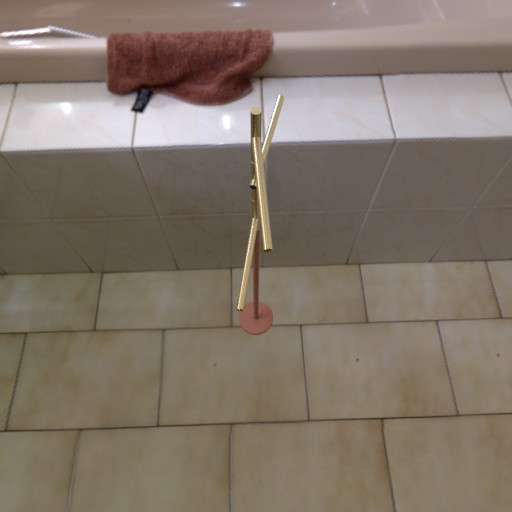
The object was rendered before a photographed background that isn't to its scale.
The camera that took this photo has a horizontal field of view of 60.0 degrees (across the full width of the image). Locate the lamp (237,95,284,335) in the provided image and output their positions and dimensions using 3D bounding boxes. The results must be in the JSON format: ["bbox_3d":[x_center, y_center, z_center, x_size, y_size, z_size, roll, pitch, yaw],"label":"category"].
[{"bbox_3d":[0.000,0.000,1.939,0.209,1.704,0.737,1,63,0],"label":"lamp"}]
